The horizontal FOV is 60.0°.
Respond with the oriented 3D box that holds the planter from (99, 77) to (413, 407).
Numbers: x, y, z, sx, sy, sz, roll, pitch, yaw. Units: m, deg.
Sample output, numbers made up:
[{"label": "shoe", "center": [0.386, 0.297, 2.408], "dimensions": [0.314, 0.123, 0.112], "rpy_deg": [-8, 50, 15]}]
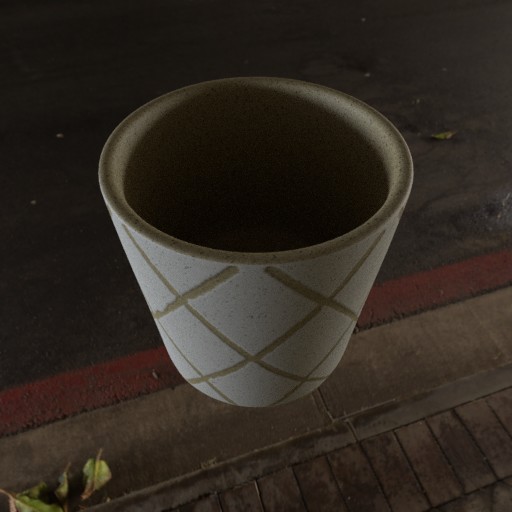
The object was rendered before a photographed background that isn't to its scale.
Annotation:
[{"label": "planter", "center": [0.000, 0.000, 0.348], "dimensions": [0.191, 0.199, 0.191], "rpy_deg": [0, 48, 0]}]
